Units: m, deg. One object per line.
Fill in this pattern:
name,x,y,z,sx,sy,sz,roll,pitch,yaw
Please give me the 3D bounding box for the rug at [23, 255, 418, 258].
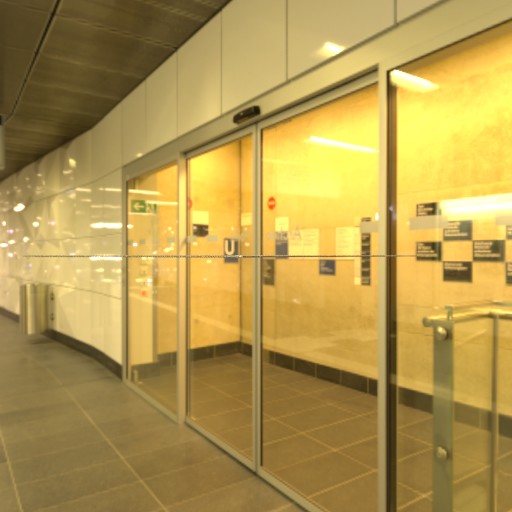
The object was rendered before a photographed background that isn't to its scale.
rug,0.000,0.000,4.291,2.143,0.015,3.422,0,0,36
